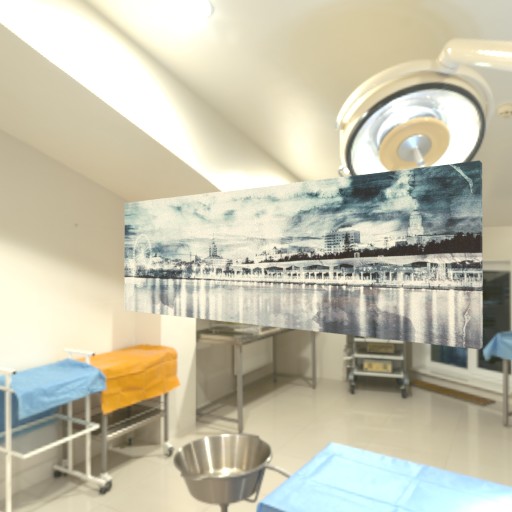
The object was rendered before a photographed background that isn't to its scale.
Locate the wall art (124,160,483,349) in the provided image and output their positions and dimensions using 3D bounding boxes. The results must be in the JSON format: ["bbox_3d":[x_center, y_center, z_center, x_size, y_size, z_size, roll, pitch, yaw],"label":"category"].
[{"bbox_3d":[0.000,0.000,1.658,1.524,0.509,0.037,0,-1,37],"label":"wall art"}]
